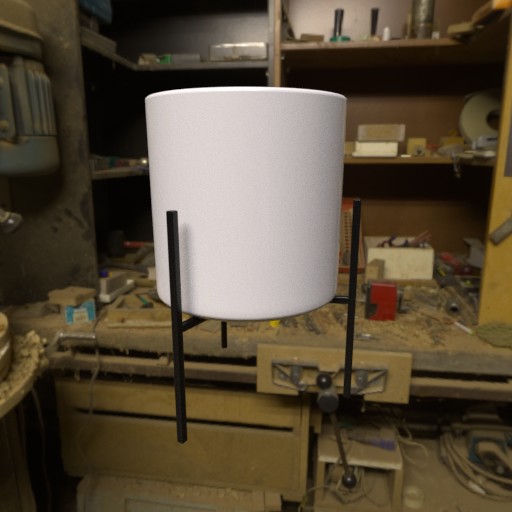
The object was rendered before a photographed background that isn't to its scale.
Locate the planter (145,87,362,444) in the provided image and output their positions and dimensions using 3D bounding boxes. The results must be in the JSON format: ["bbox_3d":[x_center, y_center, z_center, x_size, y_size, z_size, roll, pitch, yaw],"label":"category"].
[{"bbox_3d":[0.000,0.000,0.530,0.239,0.356,0.239,2,14,9],"label":"planter"}]
